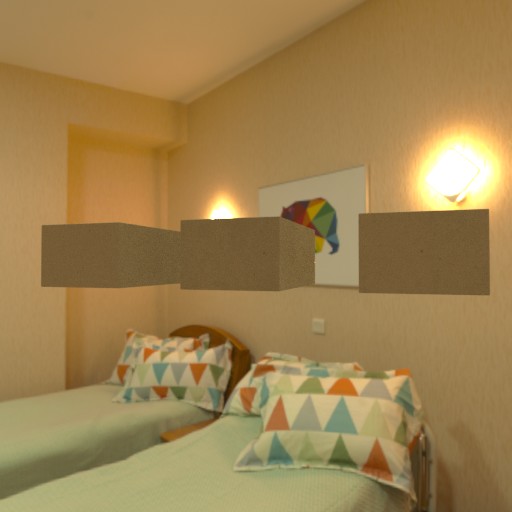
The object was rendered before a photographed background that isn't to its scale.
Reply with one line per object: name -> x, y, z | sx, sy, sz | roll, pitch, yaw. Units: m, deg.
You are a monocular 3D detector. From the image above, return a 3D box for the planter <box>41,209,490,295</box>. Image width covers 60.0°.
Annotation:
planter -> 0.000, 0.000, 0.374 | 0.333, 0.051, 0.127 | 0, -1, 19
